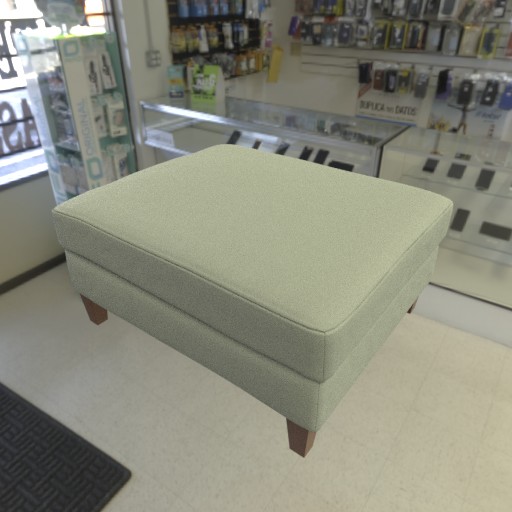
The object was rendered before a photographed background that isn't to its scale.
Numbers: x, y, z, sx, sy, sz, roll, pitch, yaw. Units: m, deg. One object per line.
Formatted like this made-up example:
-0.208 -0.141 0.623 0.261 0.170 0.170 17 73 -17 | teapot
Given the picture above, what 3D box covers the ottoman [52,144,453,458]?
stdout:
0.000 0.000 1.484 0.991 0.494 0.842 21 37 31 | ottoman
